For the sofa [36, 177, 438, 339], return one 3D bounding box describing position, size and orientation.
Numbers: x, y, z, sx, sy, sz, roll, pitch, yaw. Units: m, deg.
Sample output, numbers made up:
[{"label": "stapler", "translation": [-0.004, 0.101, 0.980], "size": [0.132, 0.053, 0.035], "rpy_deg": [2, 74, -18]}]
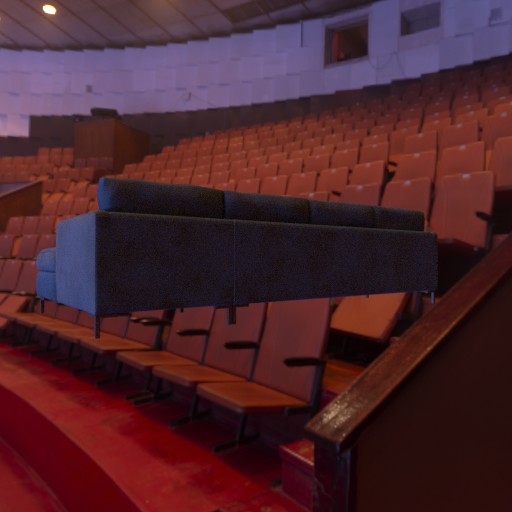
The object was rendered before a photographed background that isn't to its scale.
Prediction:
[{"label": "sofa", "translation": [0.000, 0.000, 3.239], "size": [2.725, 0.756, 1.255], "rpy_deg": [0, -1, -36]}]
